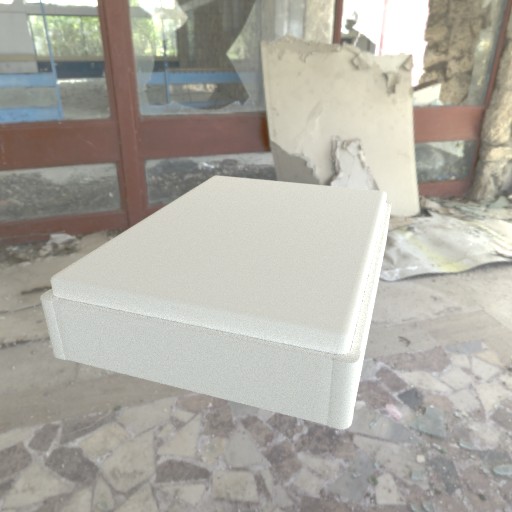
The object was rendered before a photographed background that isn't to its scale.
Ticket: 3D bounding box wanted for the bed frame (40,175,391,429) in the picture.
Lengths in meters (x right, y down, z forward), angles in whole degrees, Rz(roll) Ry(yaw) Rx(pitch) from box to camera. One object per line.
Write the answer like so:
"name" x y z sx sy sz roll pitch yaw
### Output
"bed frame" 0.000 0.000 2.605 1.400 0.406 1.900 8 27 17
